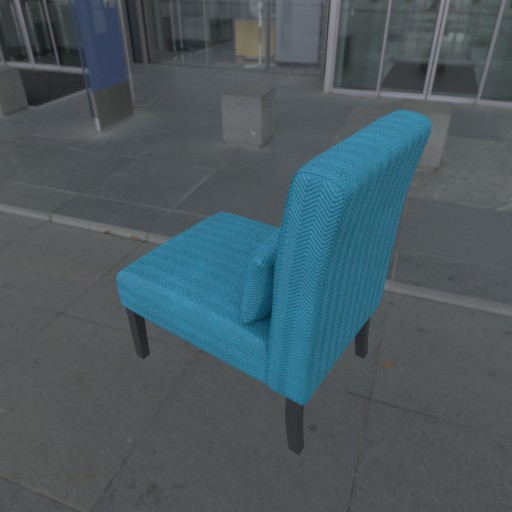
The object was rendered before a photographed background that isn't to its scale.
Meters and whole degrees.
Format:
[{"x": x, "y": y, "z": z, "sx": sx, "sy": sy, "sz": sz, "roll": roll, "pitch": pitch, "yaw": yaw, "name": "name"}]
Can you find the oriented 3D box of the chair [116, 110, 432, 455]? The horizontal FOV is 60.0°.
[{"x": 0.000, "y": 0.000, "z": 1.459, "sx": 0.808, "sy": 0.927, "sz": 0.579, "roll": 21, "pitch": 39, "yaw": 29, "name": "chair"}]
